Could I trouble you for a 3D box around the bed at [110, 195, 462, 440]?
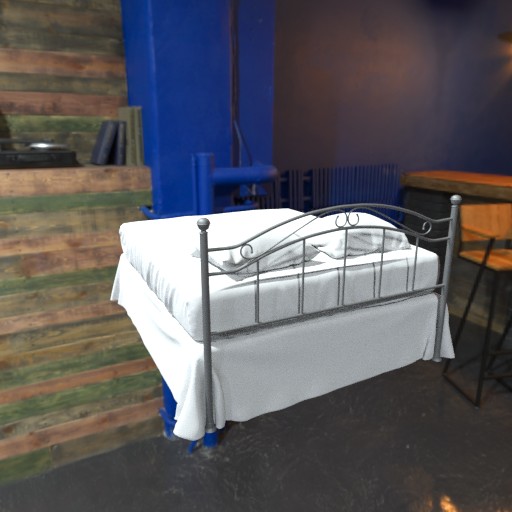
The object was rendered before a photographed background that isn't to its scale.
[{"bbox_3d":[0.000,0.000,3.326,1.936,1.080,2.215,-8,18,-25],"label":"bed"}]
